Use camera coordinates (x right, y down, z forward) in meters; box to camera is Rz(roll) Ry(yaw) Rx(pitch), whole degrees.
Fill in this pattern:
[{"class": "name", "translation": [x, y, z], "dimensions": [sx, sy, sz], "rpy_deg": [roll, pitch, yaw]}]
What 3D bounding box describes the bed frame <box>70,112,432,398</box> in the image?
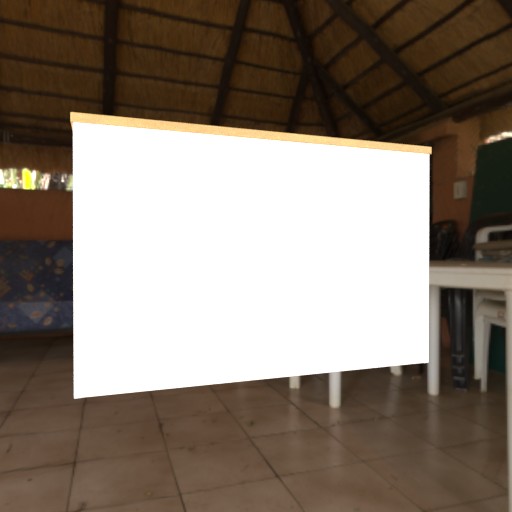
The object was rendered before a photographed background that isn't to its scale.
[{"class": "bed frame", "translation": [0.000, 0.000, 1.717], "dimensions": [1.300, 0.850, 0.430], "rpy_deg": [0, 1, -19]}]
